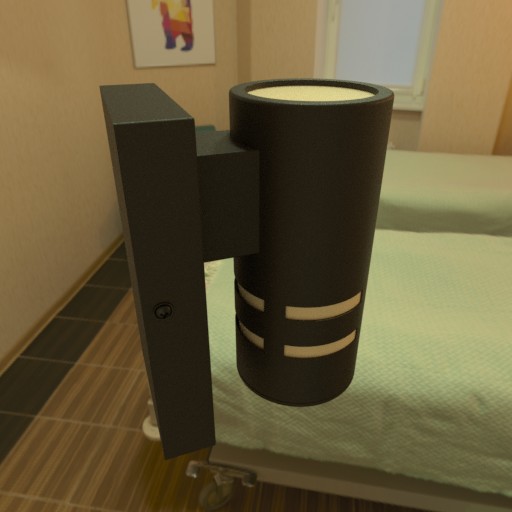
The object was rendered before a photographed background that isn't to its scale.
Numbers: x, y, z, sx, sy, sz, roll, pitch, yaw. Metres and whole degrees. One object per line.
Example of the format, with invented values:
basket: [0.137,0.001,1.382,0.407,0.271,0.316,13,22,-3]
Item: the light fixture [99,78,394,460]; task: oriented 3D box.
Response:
light fixture: [0.000,0.000,0.254,0.138,0.179,0.098,-10,31,-17]
